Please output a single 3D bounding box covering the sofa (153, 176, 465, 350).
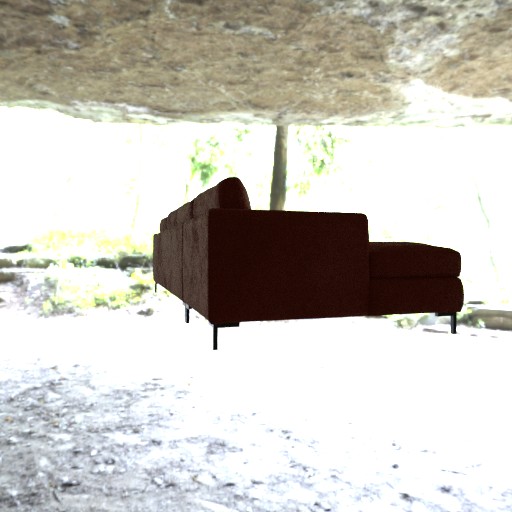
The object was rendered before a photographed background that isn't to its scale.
[{"bbox_3d":[0.000,0.000,2.909,1.136,0.663,2.467,0,1,-18],"label":"sofa"}]
